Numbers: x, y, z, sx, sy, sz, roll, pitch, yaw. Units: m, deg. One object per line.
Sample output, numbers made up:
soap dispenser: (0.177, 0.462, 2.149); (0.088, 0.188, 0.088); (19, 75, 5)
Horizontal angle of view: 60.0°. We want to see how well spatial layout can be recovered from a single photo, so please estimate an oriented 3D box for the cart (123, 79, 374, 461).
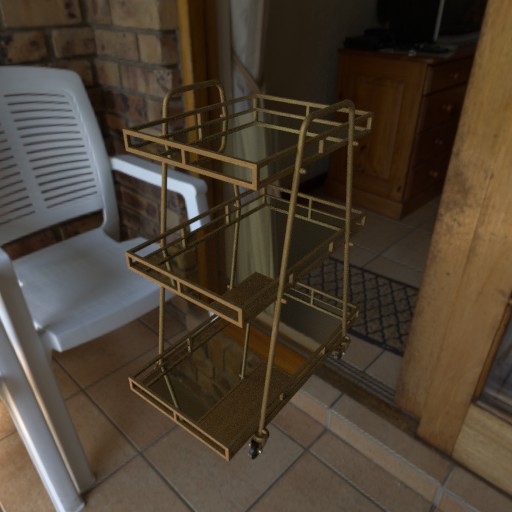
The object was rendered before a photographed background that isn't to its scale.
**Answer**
cart: (0.000, 0.000, 1.259); (0.441, 0.883, 0.711); (22, 38, 31)
